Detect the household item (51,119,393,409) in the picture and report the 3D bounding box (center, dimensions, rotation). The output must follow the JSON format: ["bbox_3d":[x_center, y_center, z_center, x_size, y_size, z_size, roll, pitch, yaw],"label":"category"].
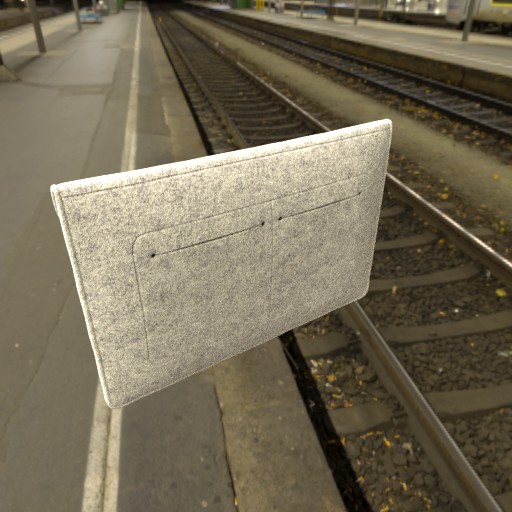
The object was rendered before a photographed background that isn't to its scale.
[{"bbox_3d":[0.000,0.000,0.438,0.335,0.221,0.057,-19,36,-28],"label":"household item"}]
